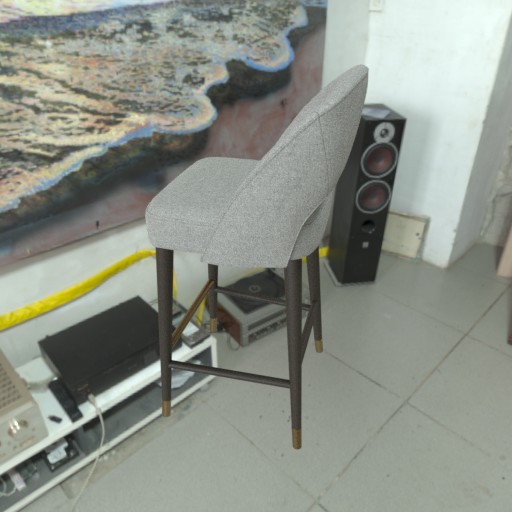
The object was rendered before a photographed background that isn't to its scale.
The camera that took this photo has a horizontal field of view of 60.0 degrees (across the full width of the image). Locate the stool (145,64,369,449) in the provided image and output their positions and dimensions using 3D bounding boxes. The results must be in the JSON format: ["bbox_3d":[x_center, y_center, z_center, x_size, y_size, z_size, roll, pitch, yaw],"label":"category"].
[{"bbox_3d":[0.000,0.000,1.287,0.509,1.037,0.494,8,33,14],"label":"stool"}]
